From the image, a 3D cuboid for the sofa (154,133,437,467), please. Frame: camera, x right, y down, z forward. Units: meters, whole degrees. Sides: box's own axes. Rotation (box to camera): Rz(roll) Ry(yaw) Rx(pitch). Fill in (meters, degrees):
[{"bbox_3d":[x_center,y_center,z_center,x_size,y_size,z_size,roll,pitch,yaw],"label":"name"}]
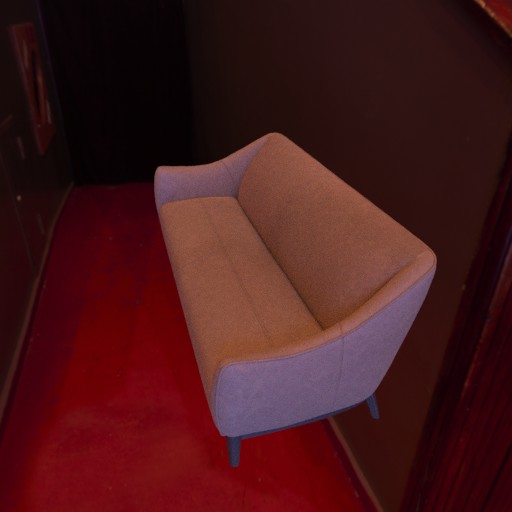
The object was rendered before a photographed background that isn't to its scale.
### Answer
[{"bbox_3d":[0.000,0.000,2.356,0.869,0.830,1.928,-9,32,-15],"label":"sofa"}]
